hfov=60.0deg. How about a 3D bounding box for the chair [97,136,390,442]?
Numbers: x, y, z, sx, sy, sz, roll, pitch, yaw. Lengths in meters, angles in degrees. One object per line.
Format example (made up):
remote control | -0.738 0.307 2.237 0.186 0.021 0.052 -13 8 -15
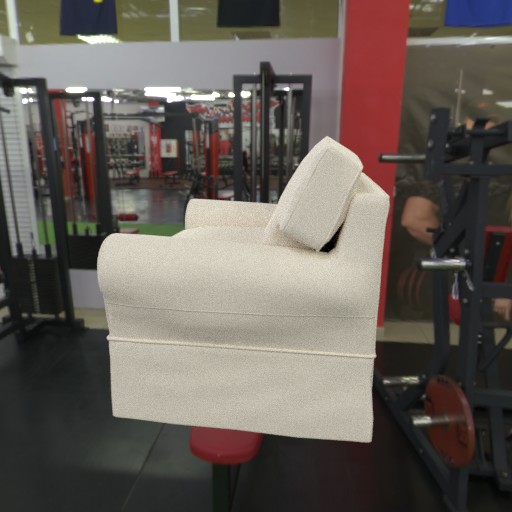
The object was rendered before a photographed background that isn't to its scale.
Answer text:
chair | 0.000 0.000 1.835 0.904 0.958 1.099 2 15 8
